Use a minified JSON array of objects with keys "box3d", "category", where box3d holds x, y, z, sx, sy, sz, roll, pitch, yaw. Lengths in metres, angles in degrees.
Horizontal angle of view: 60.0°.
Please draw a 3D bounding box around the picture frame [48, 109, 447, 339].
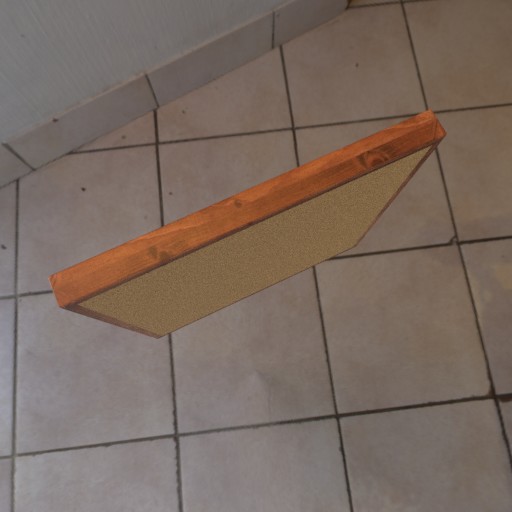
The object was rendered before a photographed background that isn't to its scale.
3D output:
[{"box3d":[0.000,0.000,0.538,0.352,0.356,0.028,-25,77,-6],"category":"picture frame"}]
